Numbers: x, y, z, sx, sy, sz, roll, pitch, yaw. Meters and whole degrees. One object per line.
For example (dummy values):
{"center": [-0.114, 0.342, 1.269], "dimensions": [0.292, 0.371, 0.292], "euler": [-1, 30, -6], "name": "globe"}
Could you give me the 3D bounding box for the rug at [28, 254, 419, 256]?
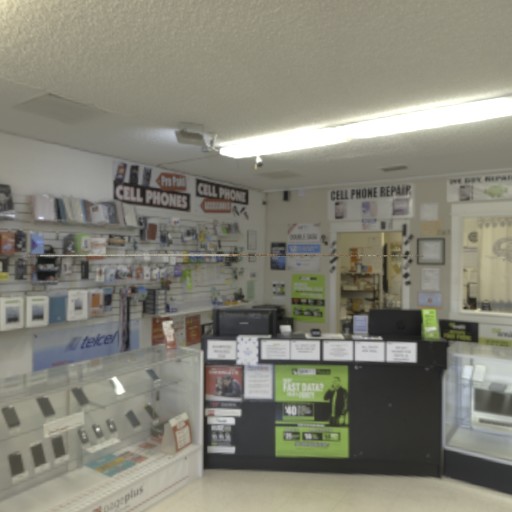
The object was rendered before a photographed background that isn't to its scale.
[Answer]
{"center": [0.000, 0.000, 2.408], "dimensions": [1.268, 0.007, 1.918], "euler": [0, 0, 37], "name": "rug"}
